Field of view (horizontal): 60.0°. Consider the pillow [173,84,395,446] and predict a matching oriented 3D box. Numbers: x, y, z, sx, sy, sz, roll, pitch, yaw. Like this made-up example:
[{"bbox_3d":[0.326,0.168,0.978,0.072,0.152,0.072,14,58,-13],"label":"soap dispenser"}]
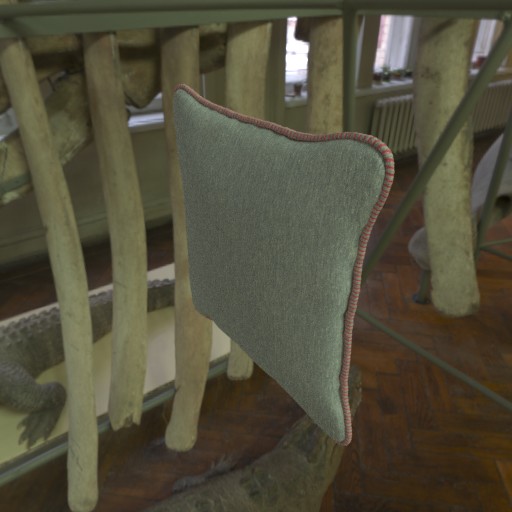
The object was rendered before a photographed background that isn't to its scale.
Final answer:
[{"bbox_3d":[0.000,0.000,0.741,0.124,0.491,0.482,-21,36,-31],"label":"pillow"}]
